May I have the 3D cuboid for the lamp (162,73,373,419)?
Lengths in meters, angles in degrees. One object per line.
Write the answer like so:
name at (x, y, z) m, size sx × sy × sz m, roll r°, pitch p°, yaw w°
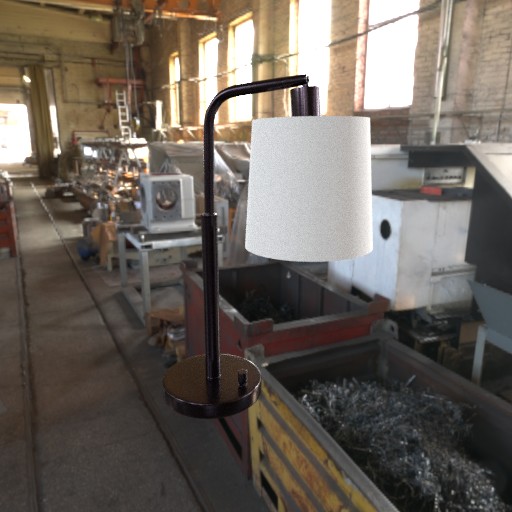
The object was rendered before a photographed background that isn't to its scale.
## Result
lamp at (0.000, 0.000, 0.648) m, size 0.333 × 0.489 × 0.171 m, roll 8°, pitch 16°, yaw 27°
